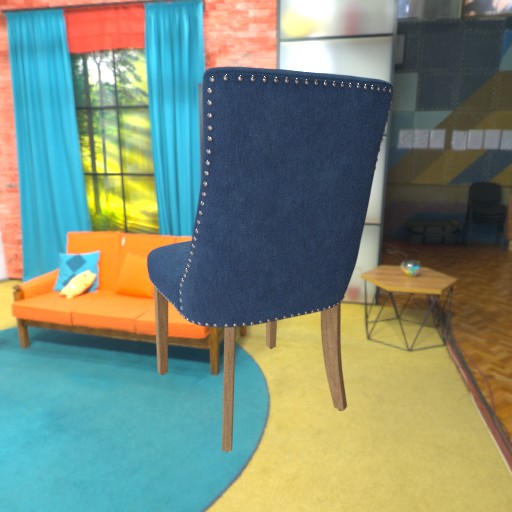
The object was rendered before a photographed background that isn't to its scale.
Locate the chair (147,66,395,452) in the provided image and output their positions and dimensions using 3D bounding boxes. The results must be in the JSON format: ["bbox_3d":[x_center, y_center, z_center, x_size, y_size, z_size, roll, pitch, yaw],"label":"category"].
[{"bbox_3d":[0.000,0.000,1.256,0.495,0.902,0.610,-7,16,-27],"label":"chair"}]
